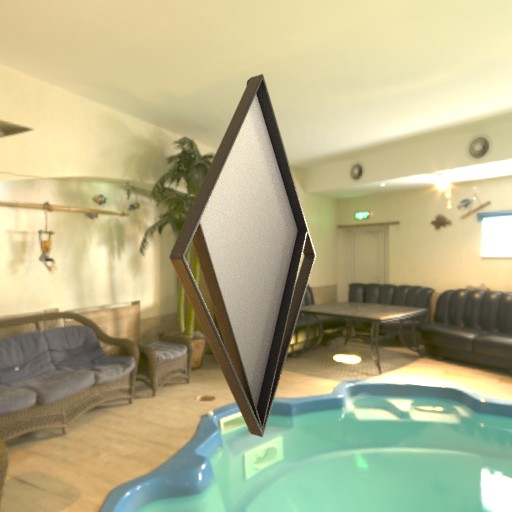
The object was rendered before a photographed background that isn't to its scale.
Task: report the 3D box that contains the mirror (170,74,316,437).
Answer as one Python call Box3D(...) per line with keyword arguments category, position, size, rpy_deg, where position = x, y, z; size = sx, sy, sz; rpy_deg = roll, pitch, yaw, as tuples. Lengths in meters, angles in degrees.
Box3D(category="mirror", position=(0.000, 0.000, 0.838), size=(0.032, 0.679, 0.419), rpy_deg=(0, 0, 36))
